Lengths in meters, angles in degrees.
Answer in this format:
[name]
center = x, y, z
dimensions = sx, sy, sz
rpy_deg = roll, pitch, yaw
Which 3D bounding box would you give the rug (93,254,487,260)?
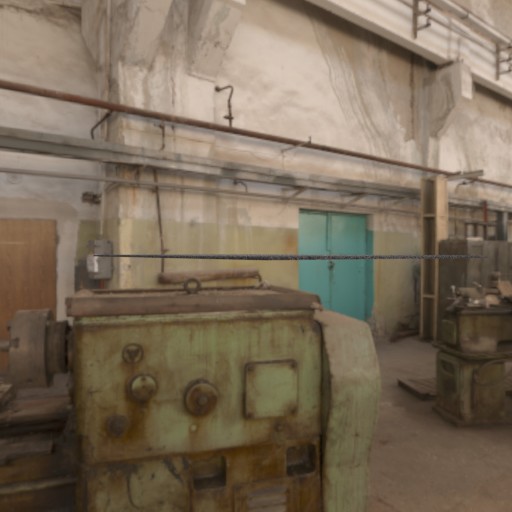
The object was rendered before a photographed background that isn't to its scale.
[rug]
center = 0.000, 0.000, 2.232
dimensions = 1.139, 0.010, 1.754
rpy_deg = 0, 0, -35
